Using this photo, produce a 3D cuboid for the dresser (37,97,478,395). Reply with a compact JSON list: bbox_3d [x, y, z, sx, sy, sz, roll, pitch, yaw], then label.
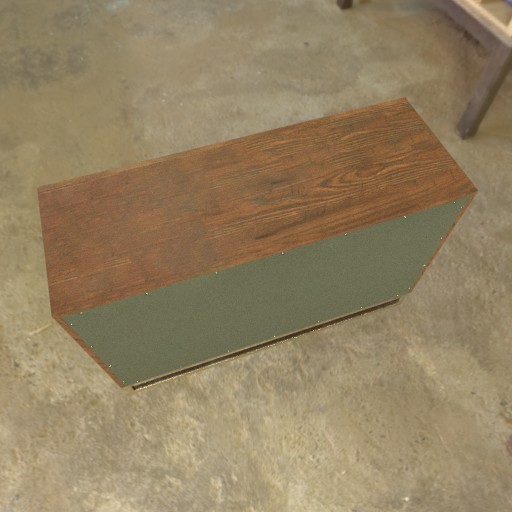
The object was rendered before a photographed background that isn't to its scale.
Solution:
[{"bbox_3d":[0.000,0.000,2.213,1.646,1.061,0.623,-16,60,-10],"label":"dresser"}]
